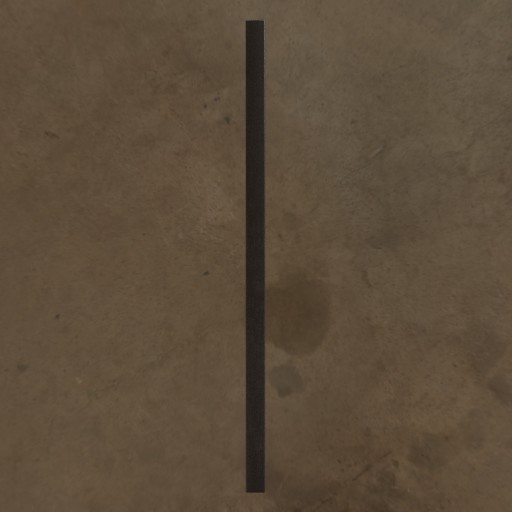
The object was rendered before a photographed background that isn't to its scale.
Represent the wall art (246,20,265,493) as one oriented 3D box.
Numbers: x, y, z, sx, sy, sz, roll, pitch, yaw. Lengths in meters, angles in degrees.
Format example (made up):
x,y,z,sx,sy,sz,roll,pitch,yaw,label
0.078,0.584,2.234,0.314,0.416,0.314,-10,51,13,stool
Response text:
x,y,z,sx,sy,sz,roll,pitch,yaw,label
0.000,0.000,1.156,0.038,0.612,0.912,0,91,0,wall art
